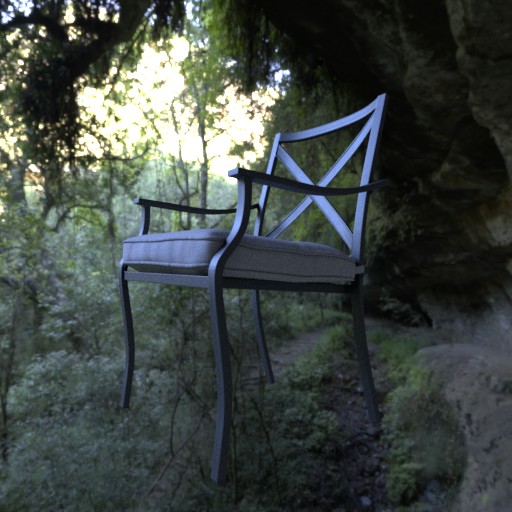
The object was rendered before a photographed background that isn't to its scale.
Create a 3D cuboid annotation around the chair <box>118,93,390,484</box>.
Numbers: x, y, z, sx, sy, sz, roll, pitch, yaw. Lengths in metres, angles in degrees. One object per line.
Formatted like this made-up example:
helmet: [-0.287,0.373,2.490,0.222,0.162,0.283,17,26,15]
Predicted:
chair: [0.000,0.000,1.249,0.620,0.889,0.575,0,-1,-36]
